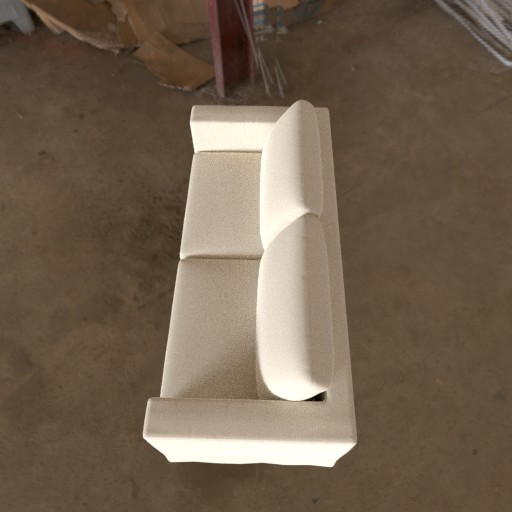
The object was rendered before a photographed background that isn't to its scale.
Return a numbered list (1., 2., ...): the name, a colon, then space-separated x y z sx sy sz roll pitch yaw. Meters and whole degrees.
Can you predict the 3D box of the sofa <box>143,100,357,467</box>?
1. sofa: 0.000 0.000 2.639 0.954 0.881 2.163 1 58 1
